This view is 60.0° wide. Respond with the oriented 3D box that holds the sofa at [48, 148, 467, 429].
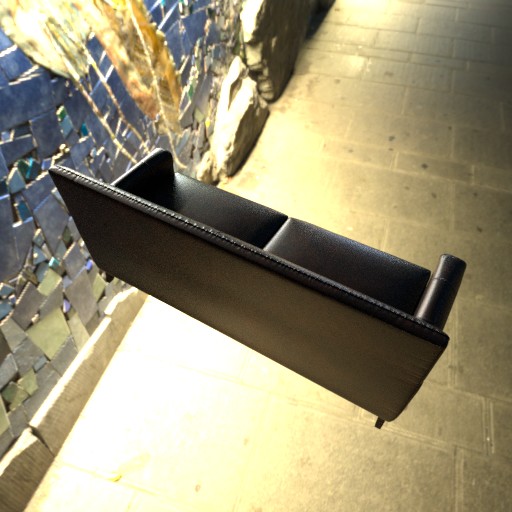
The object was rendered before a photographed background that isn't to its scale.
[{"bbox_3d":[0.000,0.000,2.406,1.995,0.871,0.786,24,51,21],"label":"sofa"}]
